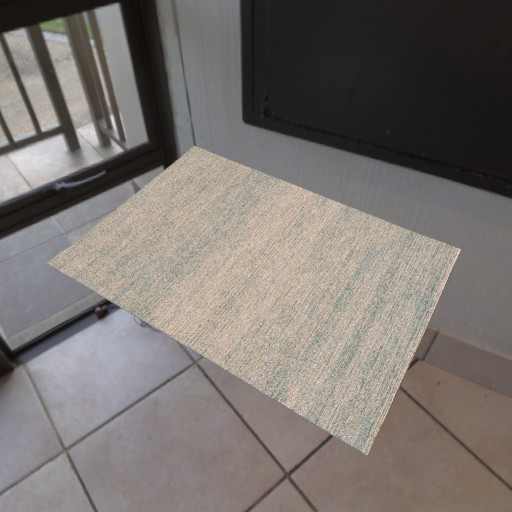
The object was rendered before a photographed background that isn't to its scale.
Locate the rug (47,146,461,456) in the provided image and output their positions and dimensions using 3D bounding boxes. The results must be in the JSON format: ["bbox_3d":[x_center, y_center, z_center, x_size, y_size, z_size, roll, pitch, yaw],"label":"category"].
[{"bbox_3d":[0.000,0.000,2.987,2.306,0.030,1.613,25,53,21],"label":"rug"}]
